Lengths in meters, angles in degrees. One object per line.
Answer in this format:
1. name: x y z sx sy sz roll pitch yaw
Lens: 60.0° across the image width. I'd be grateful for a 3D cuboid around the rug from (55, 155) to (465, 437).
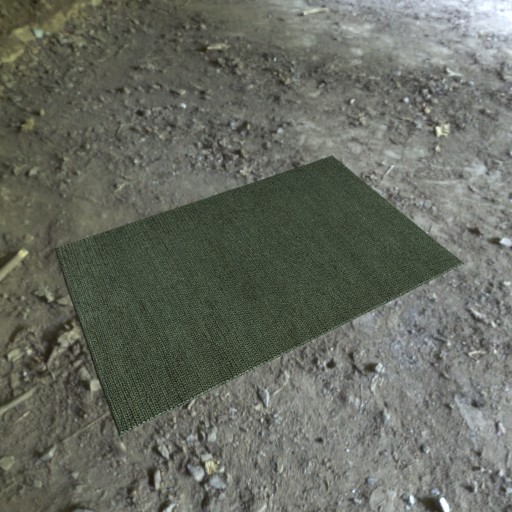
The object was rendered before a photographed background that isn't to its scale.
1. rug: 0.000 0.000 3.101 2.443 0.021 1.538 -22 50 -20
